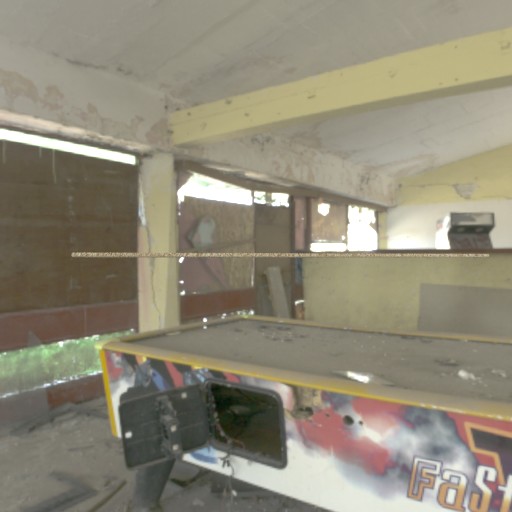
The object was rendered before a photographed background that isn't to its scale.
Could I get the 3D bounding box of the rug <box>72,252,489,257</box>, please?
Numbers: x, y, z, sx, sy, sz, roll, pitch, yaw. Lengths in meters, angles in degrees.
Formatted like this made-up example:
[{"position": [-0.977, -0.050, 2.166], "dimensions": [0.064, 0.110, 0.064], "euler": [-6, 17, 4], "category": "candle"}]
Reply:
[{"position": [0.000, 0.000, 4.084], "dimensions": [3.000, 0.025, 2.400], "euler": [0, 0, -19], "category": "rug"}]
